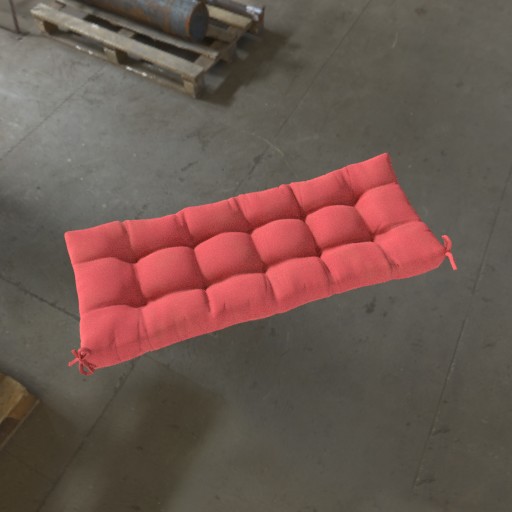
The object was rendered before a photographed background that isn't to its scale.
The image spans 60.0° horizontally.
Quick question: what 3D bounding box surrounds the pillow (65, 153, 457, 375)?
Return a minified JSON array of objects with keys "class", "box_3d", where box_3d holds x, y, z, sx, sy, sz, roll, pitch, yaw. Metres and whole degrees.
[{"class":"pillow","box_3d":[0.000,0.000,1.378,1.194,0.174,0.511,-15,60,-9]}]
